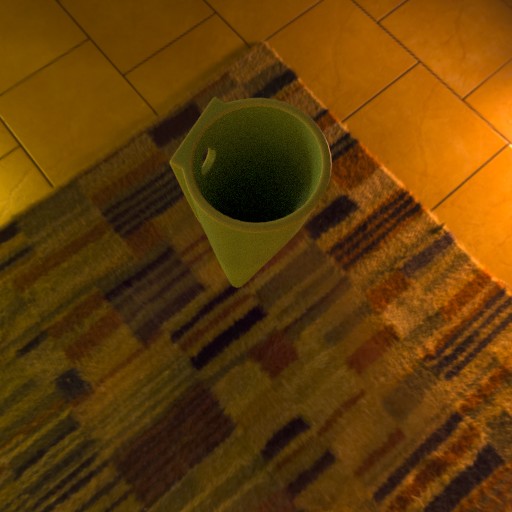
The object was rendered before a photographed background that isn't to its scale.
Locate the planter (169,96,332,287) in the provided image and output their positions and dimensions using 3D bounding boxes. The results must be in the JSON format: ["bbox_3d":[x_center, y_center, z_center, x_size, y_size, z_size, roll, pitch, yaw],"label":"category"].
[{"bbox_3d":[0.000,0.000,0.290,0.055,0.268,0.054,29,77,7],"label":"planter"}]
